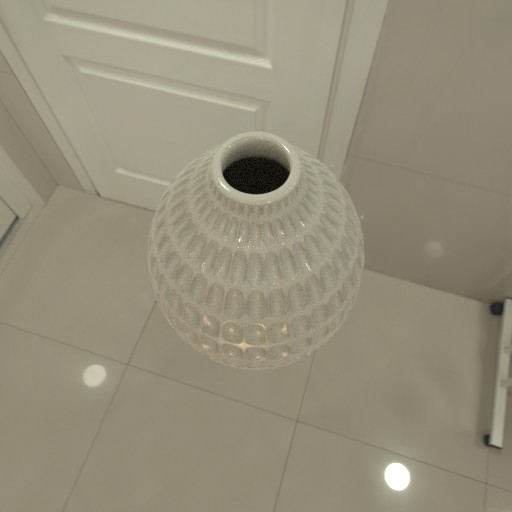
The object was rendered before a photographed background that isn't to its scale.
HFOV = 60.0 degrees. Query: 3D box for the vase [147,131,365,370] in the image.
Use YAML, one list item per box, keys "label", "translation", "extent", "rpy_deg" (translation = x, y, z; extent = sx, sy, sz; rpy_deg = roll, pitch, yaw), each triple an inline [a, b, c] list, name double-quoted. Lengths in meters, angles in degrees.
- label: "vase"
  translation: [0.000, 0.000, 0.339]
  extent: [0.162, 0.223, 0.162]
  rpy_deg: [0, 63, 0]
